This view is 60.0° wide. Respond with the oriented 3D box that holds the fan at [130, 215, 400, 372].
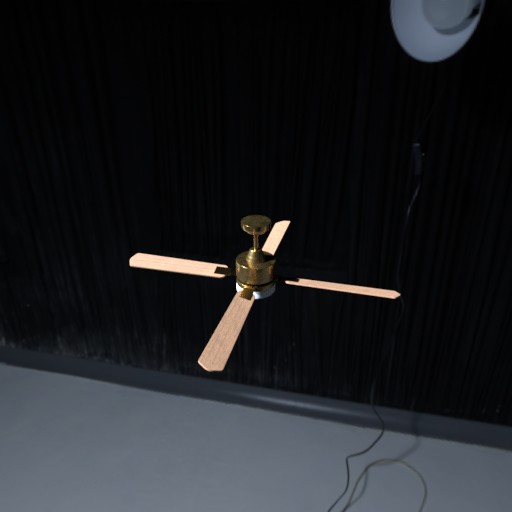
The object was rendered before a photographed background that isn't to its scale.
[{"bbox_3d":[0.000,0.000,2.059,1.320,0.355,1.320,7,29,13],"label":"fan"}]
